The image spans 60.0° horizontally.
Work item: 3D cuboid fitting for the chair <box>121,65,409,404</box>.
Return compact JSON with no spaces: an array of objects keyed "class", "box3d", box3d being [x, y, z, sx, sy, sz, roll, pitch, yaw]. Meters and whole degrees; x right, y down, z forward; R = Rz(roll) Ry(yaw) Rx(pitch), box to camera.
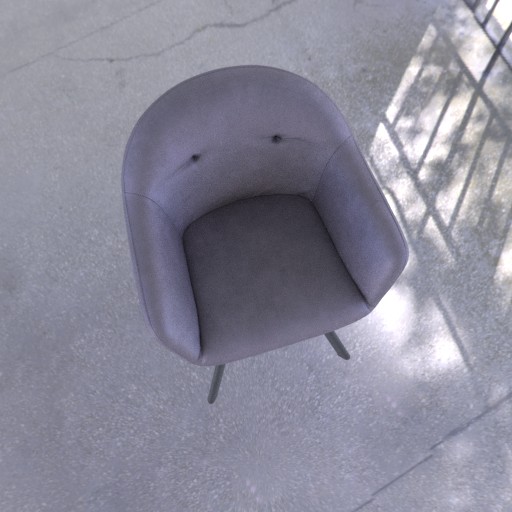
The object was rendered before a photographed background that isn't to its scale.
[{"class":"chair","box3d":[0.000,0.000,1.174,0.567,0.781,0.544,-16,66,-7]}]
